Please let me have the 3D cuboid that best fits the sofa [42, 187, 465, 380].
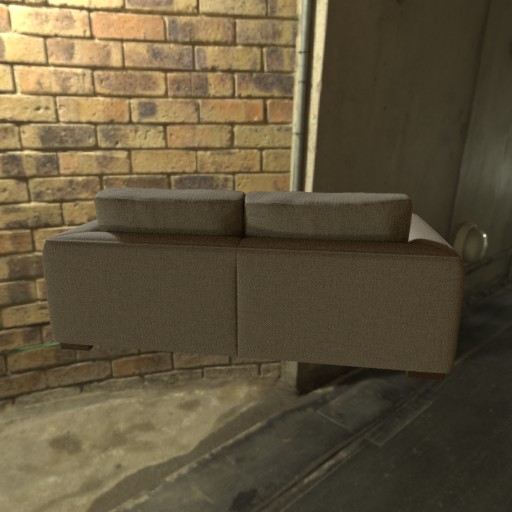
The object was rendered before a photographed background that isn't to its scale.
[{"bbox_3d":[0.000,0.000,2.475,1.920,0.800,1.069,2,16,9],"label":"sofa"}]
